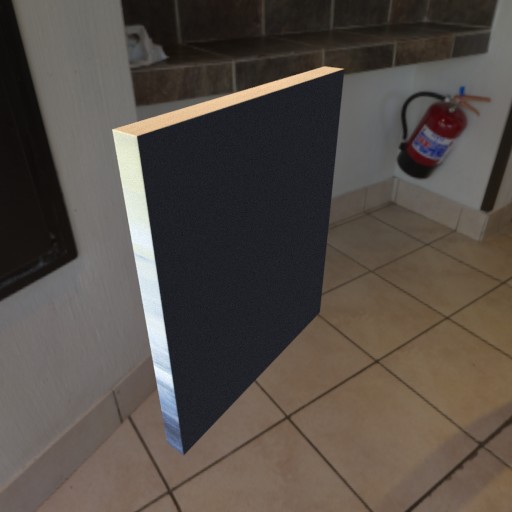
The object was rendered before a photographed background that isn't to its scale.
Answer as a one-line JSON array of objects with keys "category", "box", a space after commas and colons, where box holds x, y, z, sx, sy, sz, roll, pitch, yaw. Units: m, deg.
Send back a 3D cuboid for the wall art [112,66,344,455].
[{"category": "wall art", "box": [0.000, 0.000, 0.719, 0.037, 0.511, 0.435, 22, 39, 30]}]
